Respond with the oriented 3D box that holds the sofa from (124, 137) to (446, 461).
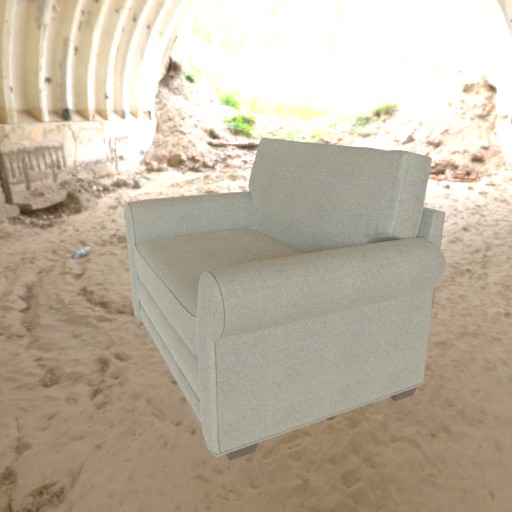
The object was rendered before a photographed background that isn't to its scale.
[{"bbox_3d":[0.000,0.000,2.022,0.936,0.991,1.405,-8,19,-25],"label":"sofa"}]
